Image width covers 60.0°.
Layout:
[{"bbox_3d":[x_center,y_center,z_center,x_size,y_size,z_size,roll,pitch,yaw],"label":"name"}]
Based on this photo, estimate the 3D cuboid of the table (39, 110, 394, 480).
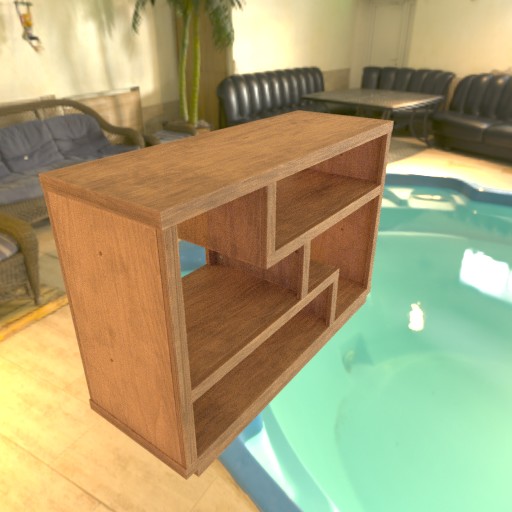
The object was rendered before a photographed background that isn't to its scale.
[{"bbox_3d":[0.000,0.000,1.504,0.410,0.771,1.151,19,32,32],"label":"table"}]
